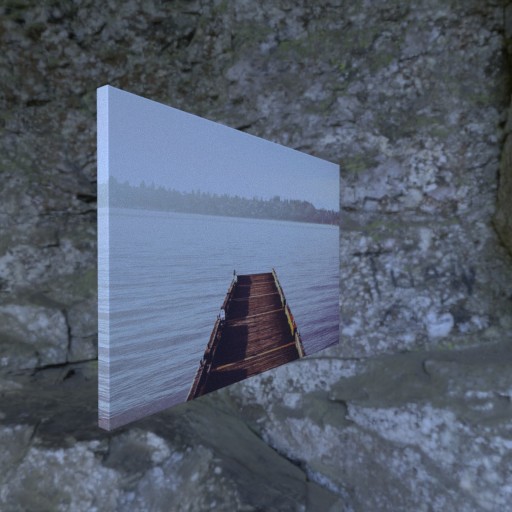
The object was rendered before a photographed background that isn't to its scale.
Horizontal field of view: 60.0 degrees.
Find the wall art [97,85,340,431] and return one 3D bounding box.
[{"bbox_3d":[0.000,0.000,1.450,0.040,0.765,1.149,1,1,37],"label":"wall art"}]
